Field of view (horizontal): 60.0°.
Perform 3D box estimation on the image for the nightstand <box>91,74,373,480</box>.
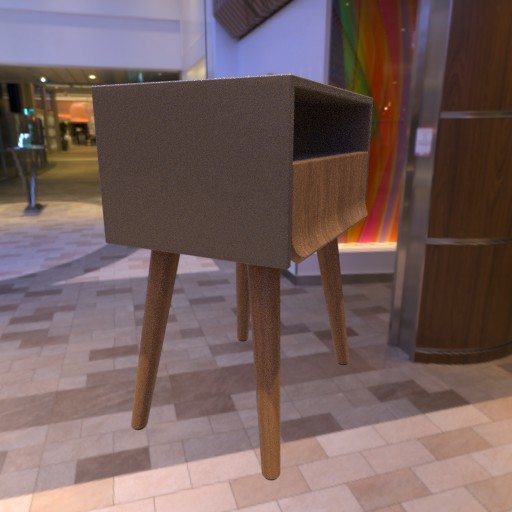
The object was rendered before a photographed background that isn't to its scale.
[{"bbox_3d":[0.000,0.000,0.732,0.288,0.508,0.370,8,17,26],"label":"nightstand"}]
